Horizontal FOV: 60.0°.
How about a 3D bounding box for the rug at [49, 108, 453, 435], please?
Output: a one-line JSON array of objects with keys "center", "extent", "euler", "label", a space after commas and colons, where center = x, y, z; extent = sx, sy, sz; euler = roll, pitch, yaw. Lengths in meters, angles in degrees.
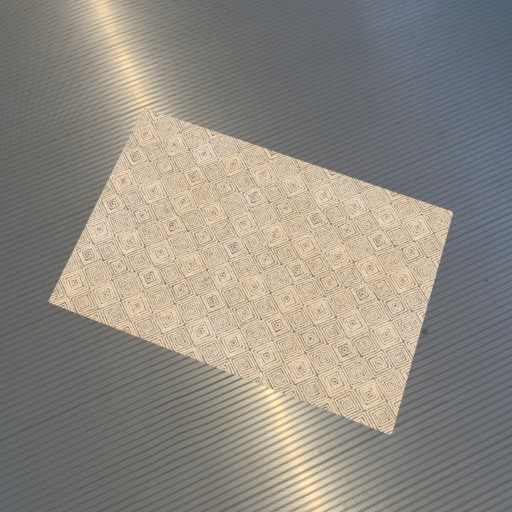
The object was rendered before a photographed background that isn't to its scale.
[{"center": [0.000, 0.000, 2.280], "extent": [1.783, 0.008, 1.175], "euler": [20, 76, 5], "label": "rug"}]
